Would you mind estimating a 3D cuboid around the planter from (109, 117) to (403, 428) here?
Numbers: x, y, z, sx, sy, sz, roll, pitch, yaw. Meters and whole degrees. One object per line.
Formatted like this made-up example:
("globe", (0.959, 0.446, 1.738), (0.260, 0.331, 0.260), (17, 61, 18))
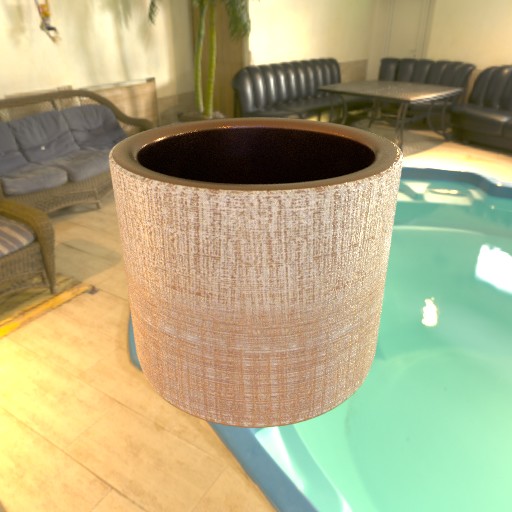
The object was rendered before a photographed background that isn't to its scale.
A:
("planter", (0.000, 0.000, 0.189), (0.109, 0.096, 0.109), (0, 28, 0))
